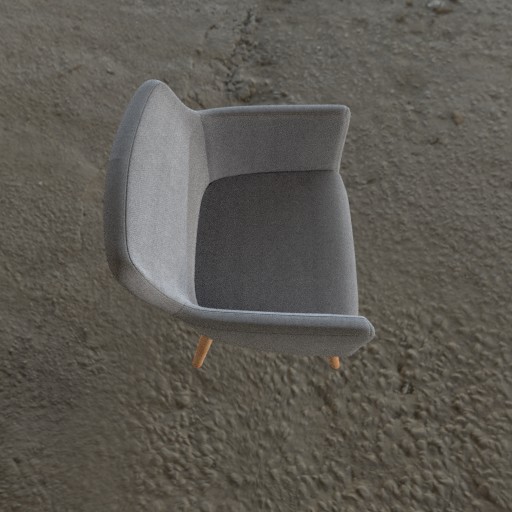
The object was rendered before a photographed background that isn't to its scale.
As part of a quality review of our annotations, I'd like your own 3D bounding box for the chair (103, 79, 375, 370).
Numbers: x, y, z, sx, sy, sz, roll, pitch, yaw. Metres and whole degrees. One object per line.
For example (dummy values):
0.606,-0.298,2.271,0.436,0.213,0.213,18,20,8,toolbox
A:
0.000,0.000,1.143,0.540,0.780,0.570,1,64,0,chair
